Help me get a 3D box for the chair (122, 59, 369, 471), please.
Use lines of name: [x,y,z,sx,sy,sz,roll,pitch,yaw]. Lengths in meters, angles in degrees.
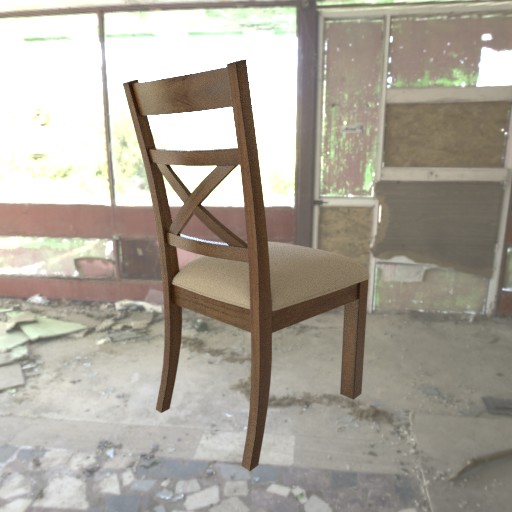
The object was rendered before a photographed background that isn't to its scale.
chair: [0.000,0.000,1.292,0.461,0.949,0.581,12,18,41]
